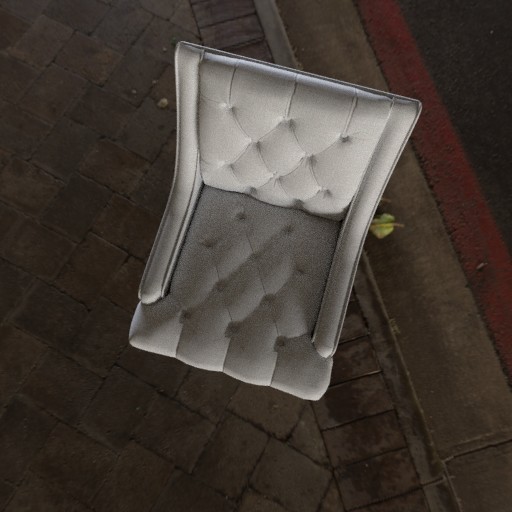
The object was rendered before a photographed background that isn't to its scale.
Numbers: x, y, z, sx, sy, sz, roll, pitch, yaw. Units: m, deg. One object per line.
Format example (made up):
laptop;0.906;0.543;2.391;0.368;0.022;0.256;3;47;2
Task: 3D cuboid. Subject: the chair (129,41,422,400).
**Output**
chair;0.000;0.000;1.430;0.658;0.891;0.772;16;77;4
